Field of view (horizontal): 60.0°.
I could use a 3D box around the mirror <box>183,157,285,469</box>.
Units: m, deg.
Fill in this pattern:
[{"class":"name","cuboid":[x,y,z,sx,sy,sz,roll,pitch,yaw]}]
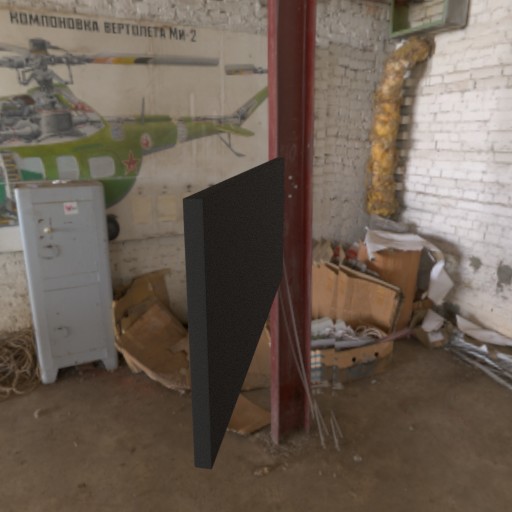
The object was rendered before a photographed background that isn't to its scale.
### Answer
[{"class":"mirror","cuboid":[0.000,0.000,1.791,0.047,0.692,1.584,3,16,9]}]
